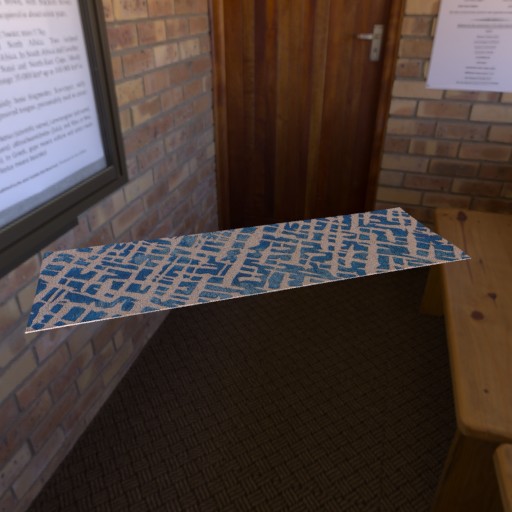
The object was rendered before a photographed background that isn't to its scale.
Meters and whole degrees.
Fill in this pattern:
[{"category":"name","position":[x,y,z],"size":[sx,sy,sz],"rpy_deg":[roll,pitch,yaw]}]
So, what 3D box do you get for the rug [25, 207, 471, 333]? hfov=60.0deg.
[{"category":"rug","position":[0.000,0.000,2.658],"size":[2.446,0.011,0.768],"rpy_deg":[-8,31,-14]}]
